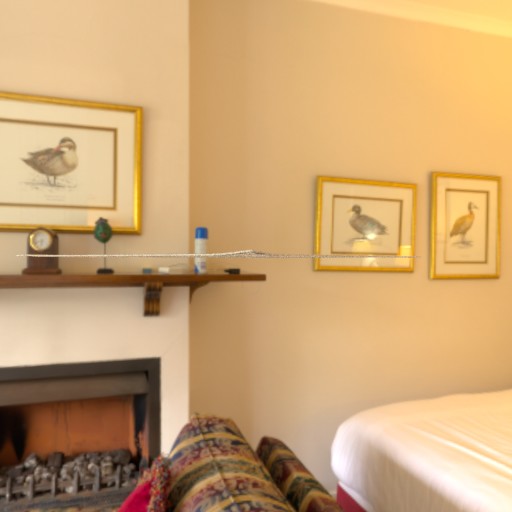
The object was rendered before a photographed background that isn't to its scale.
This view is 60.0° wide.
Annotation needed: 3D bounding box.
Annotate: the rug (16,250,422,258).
[{"bbox_3d":[0.000,0.000,2.277,1.209,0.019,1.828,0,0,34],"label":"rug"}]
